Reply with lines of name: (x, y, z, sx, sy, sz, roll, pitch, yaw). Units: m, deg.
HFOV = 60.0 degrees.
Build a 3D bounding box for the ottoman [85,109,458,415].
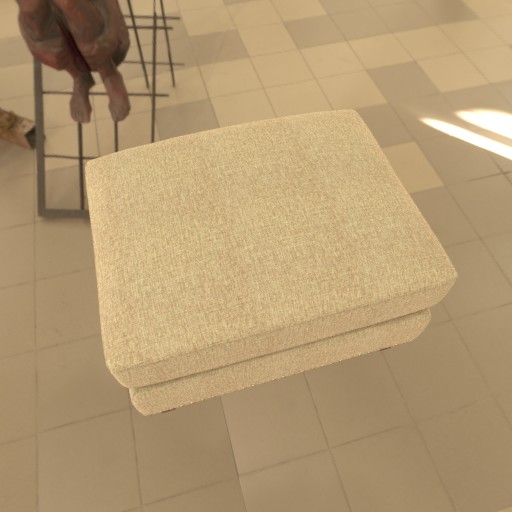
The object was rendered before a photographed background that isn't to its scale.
ottoman: (0.000, 0.000, 1.164, 0.741, 0.513, 0.584, -13, 58, -9)
